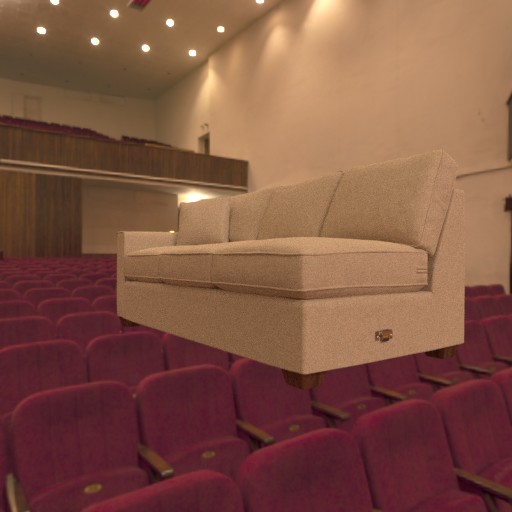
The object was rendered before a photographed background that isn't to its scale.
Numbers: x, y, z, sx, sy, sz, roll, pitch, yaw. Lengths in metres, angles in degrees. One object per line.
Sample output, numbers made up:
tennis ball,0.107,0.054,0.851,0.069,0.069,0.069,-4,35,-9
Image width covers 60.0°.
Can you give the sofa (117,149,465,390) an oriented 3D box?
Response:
sofa,0.000,0.000,2.542,1.034,0.946,1.962,0,-1,-35
